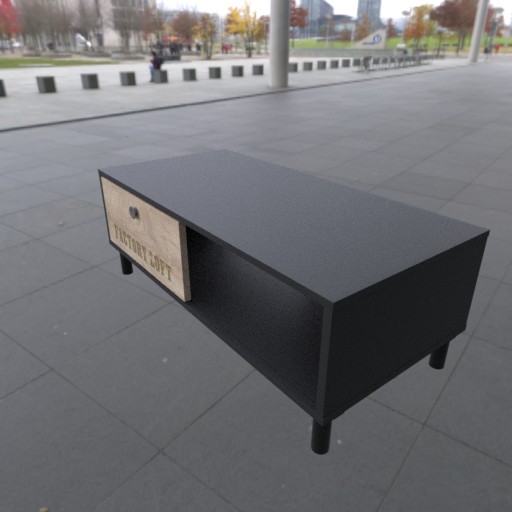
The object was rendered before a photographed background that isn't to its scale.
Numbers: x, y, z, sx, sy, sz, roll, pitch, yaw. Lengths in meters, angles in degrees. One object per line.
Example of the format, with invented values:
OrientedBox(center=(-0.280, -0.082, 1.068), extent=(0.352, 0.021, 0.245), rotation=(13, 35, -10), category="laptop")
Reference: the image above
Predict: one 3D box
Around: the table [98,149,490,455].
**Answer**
OrientedBox(center=(0.000, 0.000, 1.363), extent=(0.550, 0.400, 1.100), rotation=(-19, 31, -33), category="table")
